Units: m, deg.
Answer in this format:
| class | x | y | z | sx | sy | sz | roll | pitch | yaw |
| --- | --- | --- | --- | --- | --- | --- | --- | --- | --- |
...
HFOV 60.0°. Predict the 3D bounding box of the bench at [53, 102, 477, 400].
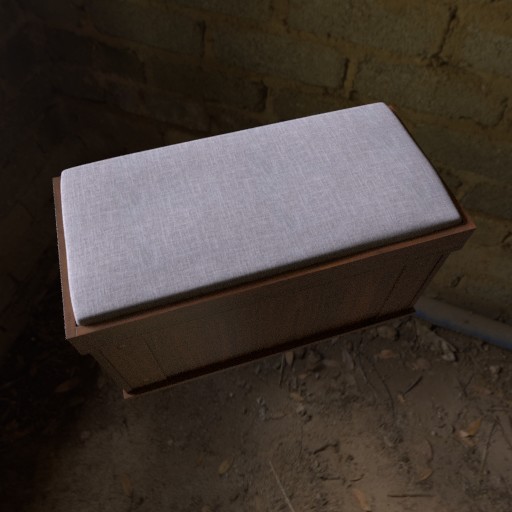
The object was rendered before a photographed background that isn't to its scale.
| class | x | y | z | sx | sy | sz | roll | pitch | yaw |
| --- | --- | --- | --- | --- | --- | --- | --- | --- | --- |
| bench | 0.000 | 0.000 | 1.015 | 0.734 | 0.461 | 0.362 | -15 | 59 | -9 |
